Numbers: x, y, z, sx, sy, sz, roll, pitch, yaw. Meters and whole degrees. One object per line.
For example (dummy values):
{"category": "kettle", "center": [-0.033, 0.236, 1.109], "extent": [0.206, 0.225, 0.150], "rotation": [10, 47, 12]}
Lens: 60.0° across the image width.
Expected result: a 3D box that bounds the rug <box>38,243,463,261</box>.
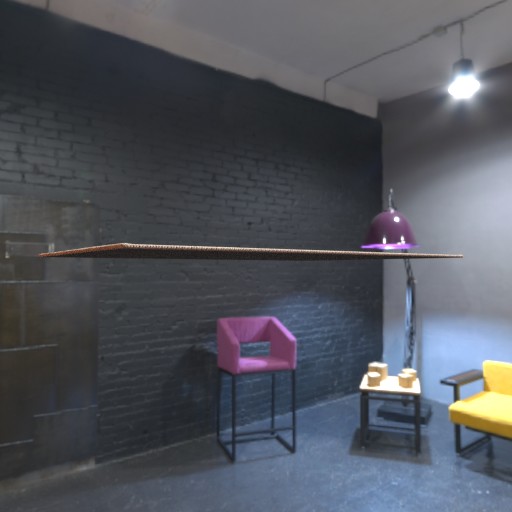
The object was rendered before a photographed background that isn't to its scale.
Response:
{"category": "rug", "center": [0.000, 0.000, 2.284], "extent": [1.840, 0.015, 1.225], "rotation": [1, -2, -36]}
